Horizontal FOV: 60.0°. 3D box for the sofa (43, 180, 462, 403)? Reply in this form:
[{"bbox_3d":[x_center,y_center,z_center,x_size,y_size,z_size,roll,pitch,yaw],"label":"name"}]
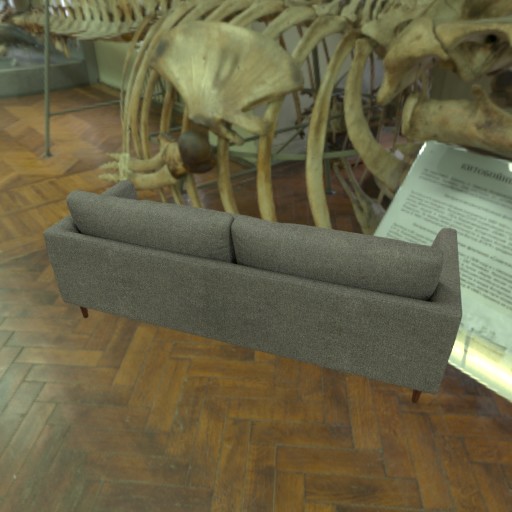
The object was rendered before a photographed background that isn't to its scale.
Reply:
[{"bbox_3d":[0.000,0.000,2.726,2.250,0.868,1.020,11,34,16],"label":"sofa"}]
